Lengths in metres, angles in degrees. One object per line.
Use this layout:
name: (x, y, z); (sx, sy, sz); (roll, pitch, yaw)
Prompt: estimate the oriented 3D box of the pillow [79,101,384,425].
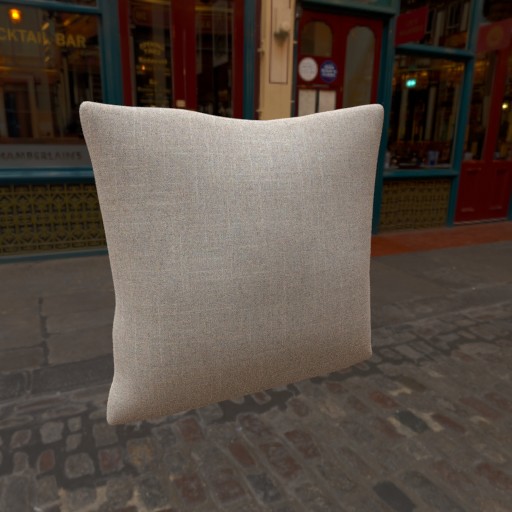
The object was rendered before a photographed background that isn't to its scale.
pillow: (0.000, 0.000, 0.831); (0.578, 0.558, 0.192); (-7, 16, -24)
